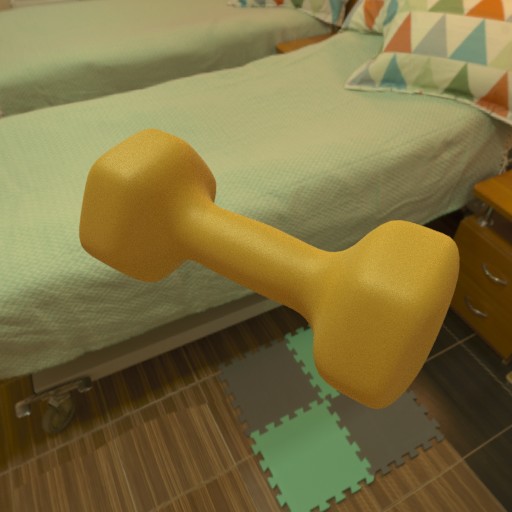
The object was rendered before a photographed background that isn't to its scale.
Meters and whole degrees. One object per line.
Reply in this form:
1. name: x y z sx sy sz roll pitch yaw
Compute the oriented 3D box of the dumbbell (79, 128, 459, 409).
1. dumbbell: 0.000 0.000 0.233 0.190 0.082 0.090 25 51 22
